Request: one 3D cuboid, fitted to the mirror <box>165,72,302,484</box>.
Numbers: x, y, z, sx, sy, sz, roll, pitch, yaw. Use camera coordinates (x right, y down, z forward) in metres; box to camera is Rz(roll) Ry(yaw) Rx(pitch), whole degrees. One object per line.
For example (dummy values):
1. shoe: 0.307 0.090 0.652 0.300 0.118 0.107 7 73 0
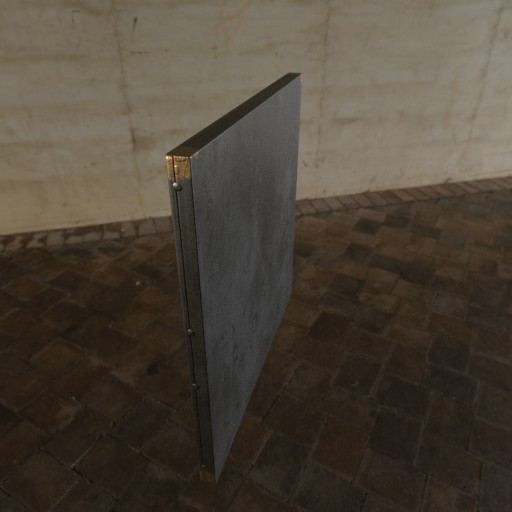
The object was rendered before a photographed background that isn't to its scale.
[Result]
1. mirror: 0.000 0.000 0.562 0.020 0.381 0.382 9 32 14
